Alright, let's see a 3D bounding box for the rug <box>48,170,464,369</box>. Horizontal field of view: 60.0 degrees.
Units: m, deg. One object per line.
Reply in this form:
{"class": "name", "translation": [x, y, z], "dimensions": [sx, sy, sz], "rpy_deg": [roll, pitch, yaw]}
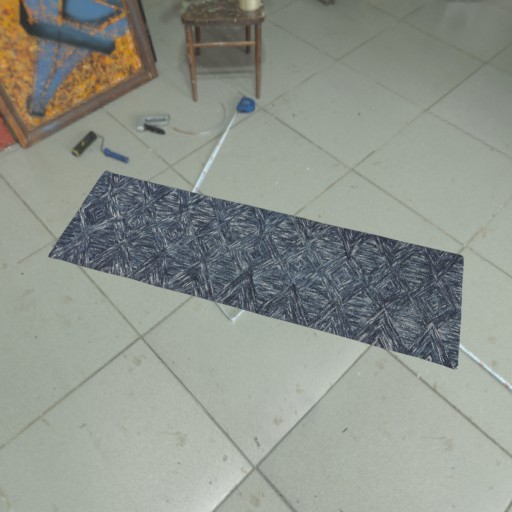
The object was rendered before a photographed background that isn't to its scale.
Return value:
{"class": "rug", "translation": [0.000, 0.000, 2.559], "dimensions": [2.306, 0.013, 0.719], "rpy_deg": [14, 58, 9]}
